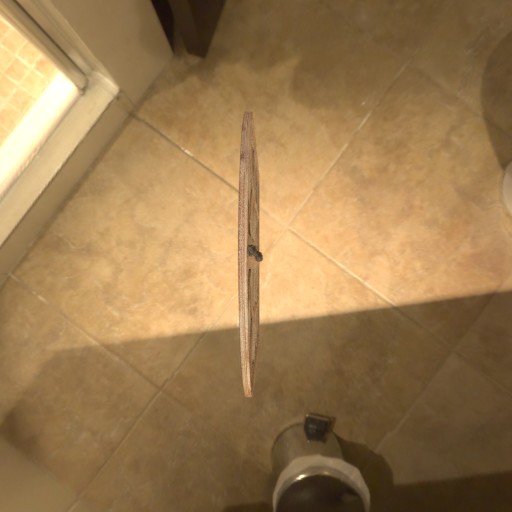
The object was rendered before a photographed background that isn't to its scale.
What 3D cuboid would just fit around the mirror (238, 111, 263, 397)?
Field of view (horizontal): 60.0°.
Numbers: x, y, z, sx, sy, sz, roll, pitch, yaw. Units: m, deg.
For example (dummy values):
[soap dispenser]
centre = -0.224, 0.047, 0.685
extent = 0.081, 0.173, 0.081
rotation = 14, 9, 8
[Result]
[mirror]
centre = 0.000, 0.000, 1.159
extent = 0.032, 0.915, 0.609
rotation = 0, 89, 2
